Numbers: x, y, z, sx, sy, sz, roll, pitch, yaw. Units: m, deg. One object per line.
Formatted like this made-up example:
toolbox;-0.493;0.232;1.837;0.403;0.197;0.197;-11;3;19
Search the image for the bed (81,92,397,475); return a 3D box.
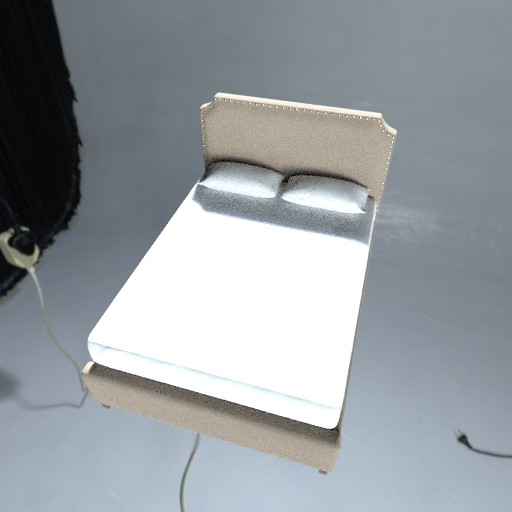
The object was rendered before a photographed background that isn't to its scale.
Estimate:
bed;0.000;0.000;3.349;1.703;1.415;2.329;12;44;12
